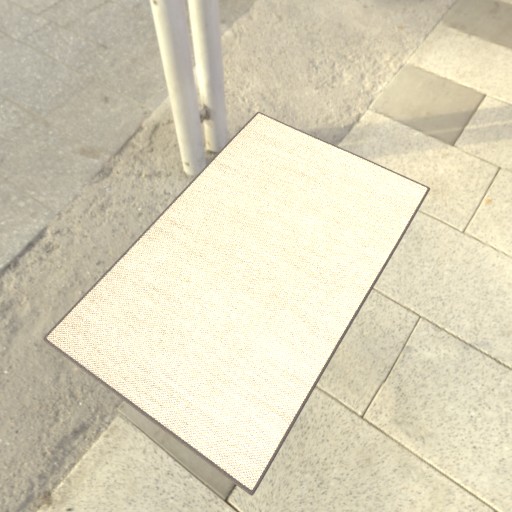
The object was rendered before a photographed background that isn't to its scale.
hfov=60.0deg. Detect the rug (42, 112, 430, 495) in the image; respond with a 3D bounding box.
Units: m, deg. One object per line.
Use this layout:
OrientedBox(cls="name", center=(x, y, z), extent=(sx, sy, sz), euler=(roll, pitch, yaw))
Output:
OrientedBox(cls="rug", center=(0.000, 0.000, 2.075), extent=(1.067, 0.013, 1.676), euler=(29, 63, 17))
